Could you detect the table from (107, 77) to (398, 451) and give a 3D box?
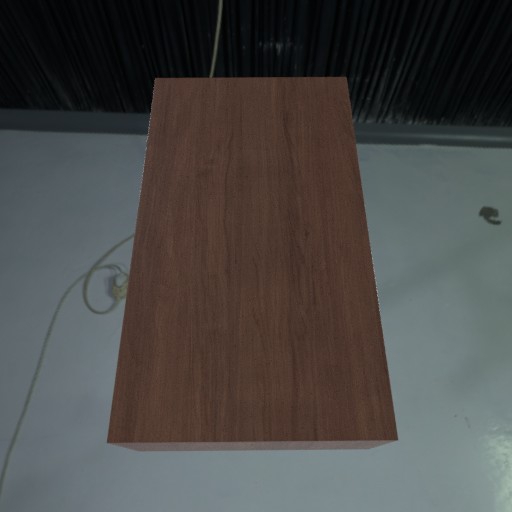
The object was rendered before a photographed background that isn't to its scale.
[{"bbox_3d":[0.000,0.000,1.279,0.600,0.380,1.020,0,63,0],"label":"table"}]
